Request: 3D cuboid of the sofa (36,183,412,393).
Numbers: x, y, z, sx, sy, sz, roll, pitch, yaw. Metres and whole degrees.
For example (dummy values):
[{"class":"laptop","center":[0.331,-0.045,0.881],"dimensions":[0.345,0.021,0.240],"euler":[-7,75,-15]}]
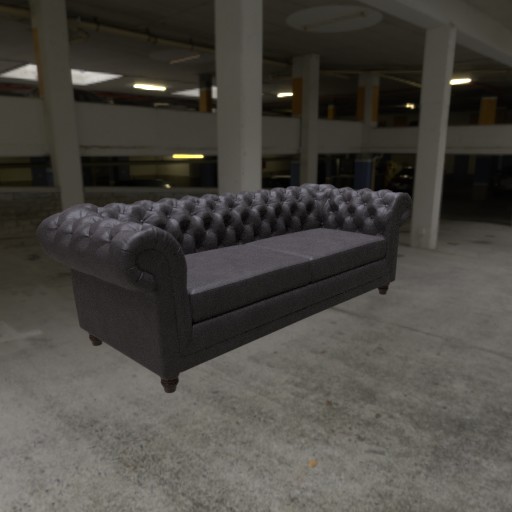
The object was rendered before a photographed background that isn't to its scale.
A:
[{"class":"sofa","center":[0.000,0.000,2.834],"dimensions":[0.944,0.783,2.385],"euler":[13,19,43]}]
